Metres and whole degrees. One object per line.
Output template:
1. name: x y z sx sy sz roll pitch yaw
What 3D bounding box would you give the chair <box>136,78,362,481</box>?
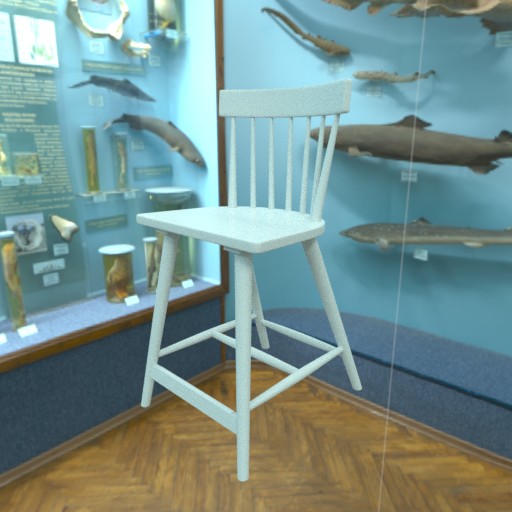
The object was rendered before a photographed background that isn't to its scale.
1. chair: 0.000 0.000 1.303 0.483 0.952 0.572 15 21 42
